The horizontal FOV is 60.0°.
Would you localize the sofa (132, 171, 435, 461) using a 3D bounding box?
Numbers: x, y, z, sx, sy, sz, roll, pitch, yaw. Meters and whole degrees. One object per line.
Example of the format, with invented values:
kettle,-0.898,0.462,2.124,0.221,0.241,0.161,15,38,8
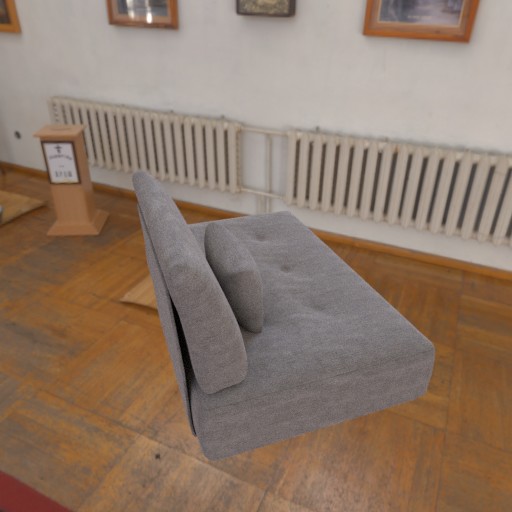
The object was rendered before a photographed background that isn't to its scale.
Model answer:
sofa,0.000,0.000,2.090,1.002,0.820,1.450,-10,30,-17
